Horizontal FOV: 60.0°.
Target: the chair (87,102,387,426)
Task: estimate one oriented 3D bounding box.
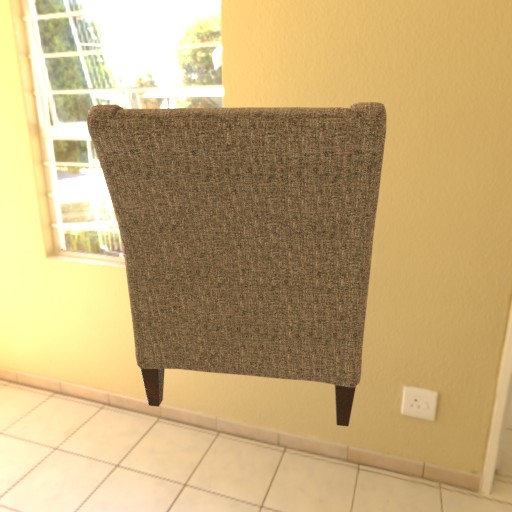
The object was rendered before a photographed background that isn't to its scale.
[{"bbox_3d":[0.000,0.000,1.609,0.774,1.014,0.870,3,17,9],"label":"chair"}]
